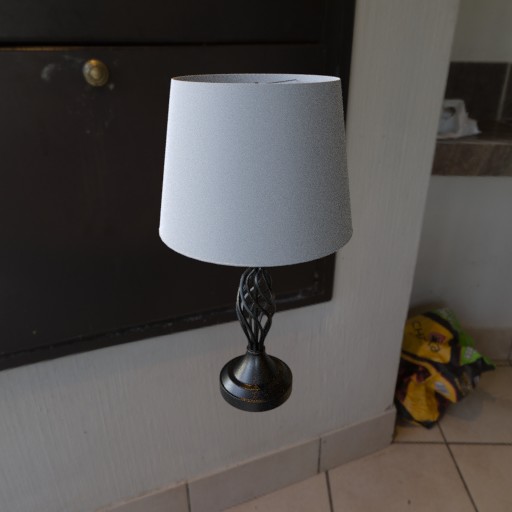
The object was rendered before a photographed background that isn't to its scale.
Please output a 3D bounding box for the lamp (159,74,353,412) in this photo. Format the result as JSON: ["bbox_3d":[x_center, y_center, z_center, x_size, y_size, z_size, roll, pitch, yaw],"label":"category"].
[{"bbox_3d":[0.000,0.000,0.796,0.331,0.594,0.331,0,25,0],"label":"lamp"}]
